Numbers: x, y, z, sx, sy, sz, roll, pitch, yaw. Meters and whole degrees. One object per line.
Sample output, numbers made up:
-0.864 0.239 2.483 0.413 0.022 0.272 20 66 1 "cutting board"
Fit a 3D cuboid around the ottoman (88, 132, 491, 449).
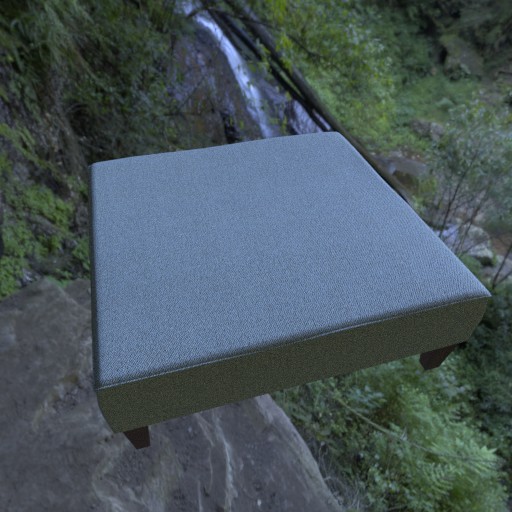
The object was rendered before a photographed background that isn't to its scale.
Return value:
0.000 0.000 1.477 1.004 0.379 0.968 -11 43 -12 "ottoman"
